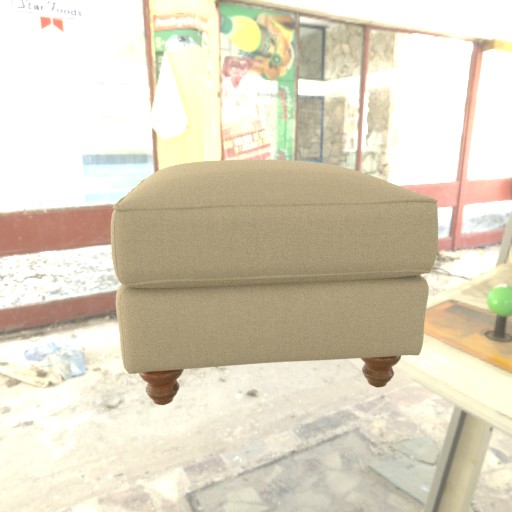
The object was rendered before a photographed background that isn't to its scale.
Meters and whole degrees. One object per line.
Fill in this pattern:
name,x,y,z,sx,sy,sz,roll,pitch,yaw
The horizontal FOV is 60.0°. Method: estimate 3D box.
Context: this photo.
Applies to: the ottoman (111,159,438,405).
ottoman,0.000,0.000,1.190,0.662,0.505,0.716,-2,14,-8
